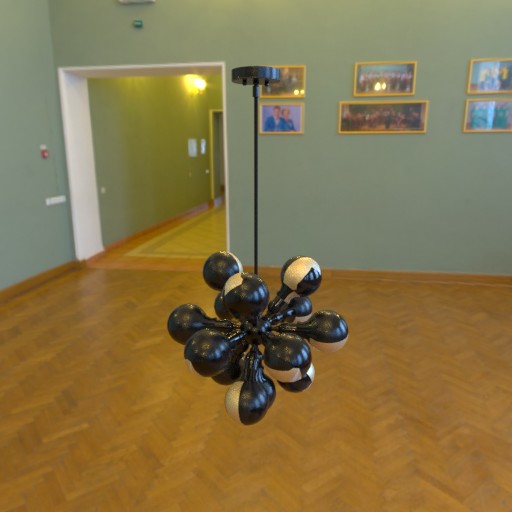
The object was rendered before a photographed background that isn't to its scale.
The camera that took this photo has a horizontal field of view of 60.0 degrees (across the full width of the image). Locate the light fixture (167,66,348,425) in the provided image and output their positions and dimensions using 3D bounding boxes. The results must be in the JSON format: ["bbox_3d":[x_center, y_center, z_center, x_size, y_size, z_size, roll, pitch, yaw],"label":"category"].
[{"bbox_3d":[0.000,0.000,1.098,0.468,0.859,0.420,2,14,7],"label":"light fixture"}]
